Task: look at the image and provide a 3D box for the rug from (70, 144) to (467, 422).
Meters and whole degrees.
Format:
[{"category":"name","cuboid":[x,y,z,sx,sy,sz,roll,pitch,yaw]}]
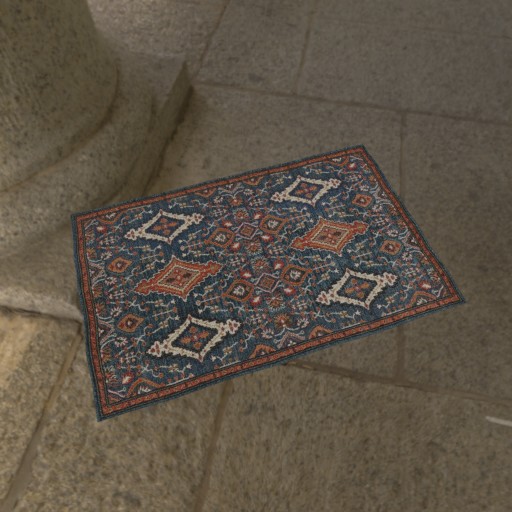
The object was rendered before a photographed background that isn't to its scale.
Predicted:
[{"category":"rug","cuboid":[0.000,0.000,4.312,3.371,0.008,2.190,-16,58,-10]}]
